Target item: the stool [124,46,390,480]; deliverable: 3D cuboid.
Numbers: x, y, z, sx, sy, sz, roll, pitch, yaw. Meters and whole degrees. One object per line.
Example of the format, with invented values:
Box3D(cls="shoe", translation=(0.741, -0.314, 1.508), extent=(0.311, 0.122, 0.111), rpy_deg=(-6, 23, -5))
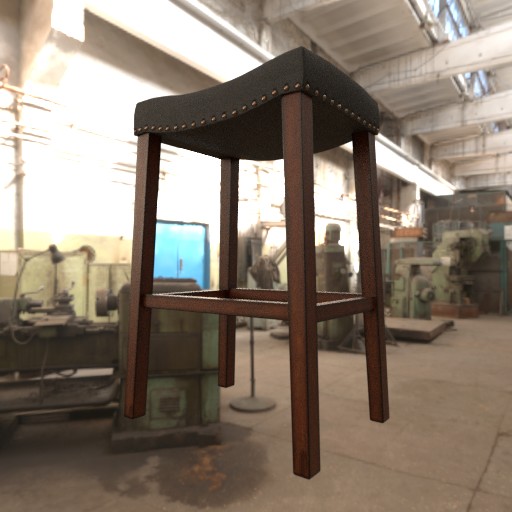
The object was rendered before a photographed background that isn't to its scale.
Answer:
Box3D(cls="stool", translation=(0.000, 0.000, 1.042), extent=(0.502, 0.760, 0.366), rpy_deg=(-1, -1, 37))
